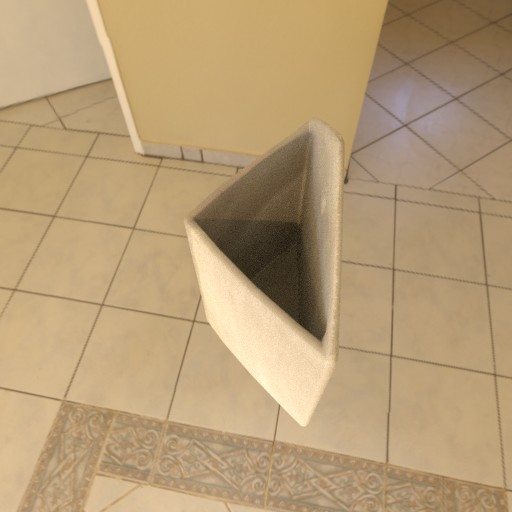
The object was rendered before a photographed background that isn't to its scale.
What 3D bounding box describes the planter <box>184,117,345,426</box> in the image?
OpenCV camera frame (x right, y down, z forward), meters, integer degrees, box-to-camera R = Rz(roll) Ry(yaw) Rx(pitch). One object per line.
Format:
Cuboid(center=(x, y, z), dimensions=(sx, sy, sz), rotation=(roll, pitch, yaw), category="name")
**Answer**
Cuboid(center=(0.000, 0.000, 0.275), dimensions=(0.080, 0.194, 0.163), rotation=(1, 58, 1), category="planter")
